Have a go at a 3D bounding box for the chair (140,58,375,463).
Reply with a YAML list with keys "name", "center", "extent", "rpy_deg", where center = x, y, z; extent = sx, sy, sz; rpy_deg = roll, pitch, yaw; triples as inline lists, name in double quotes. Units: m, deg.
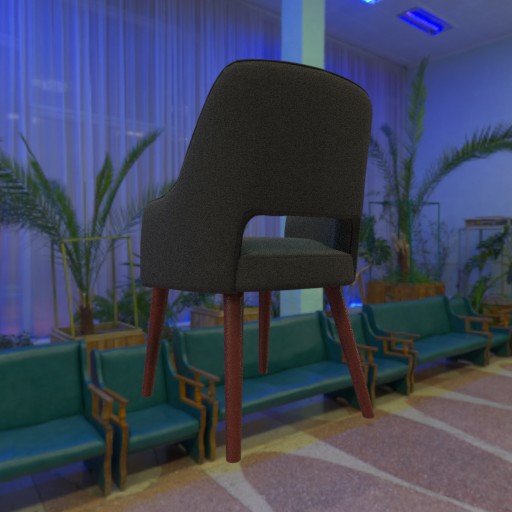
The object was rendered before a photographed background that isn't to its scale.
- name: "chair"
  center: [0.000, 0.000, 1.214]
  extent: [0.559, 0.838, 0.560]
  rpy_deg: [-1, 2, -34]
